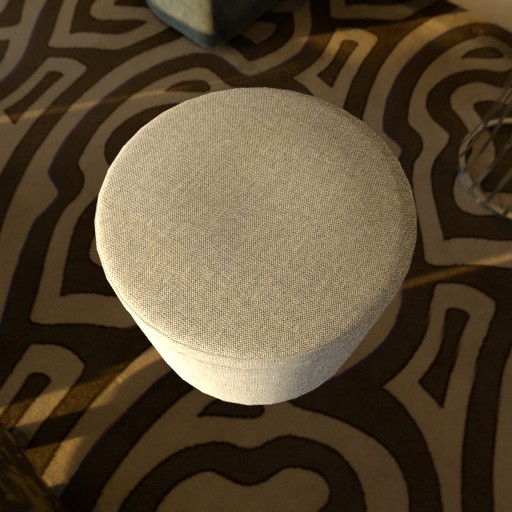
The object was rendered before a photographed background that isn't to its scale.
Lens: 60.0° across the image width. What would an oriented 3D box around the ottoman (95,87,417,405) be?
[{"bbox_3d":[0.000,0.000,0.855,0.500,0.419,0.500,0,63,0],"label":"ottoman"}]
